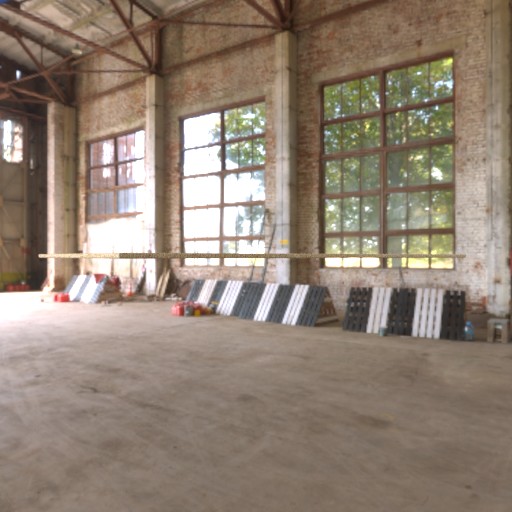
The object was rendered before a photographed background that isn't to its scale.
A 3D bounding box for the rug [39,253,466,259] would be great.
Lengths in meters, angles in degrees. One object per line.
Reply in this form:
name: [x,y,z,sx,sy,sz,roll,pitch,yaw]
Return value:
rug: [0.000,0.000,3.362,2.699,0.025,1.800,0,0,-36]
